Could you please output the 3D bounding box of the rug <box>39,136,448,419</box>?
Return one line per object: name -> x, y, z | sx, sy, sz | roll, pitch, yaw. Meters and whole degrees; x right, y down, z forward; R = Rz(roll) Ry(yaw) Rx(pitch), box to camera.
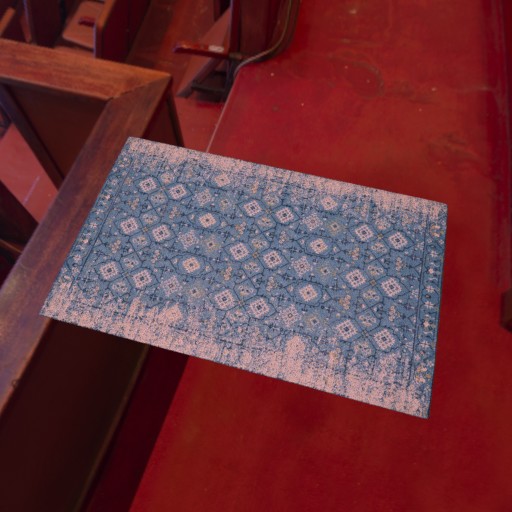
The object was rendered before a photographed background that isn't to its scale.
rug -> 0.000, 0.000, 2.179 | 1.795, 0.008, 1.102 | 13, 64, 7
